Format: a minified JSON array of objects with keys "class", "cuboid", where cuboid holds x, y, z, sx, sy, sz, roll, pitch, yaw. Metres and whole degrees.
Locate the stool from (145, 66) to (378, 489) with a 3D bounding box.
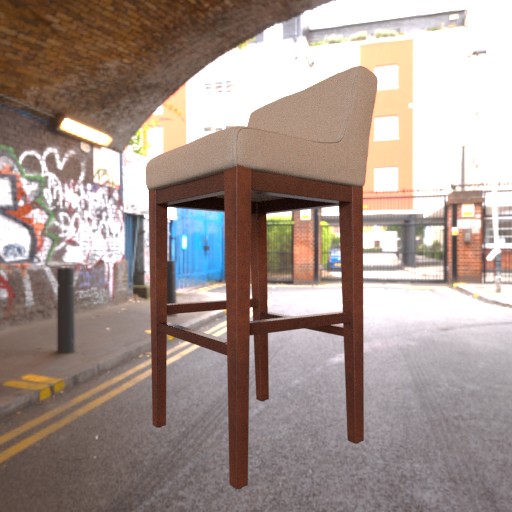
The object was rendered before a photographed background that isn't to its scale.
[{"class":"stool","cuboid":[0.000,0.000,1.295,0.500,1.037,0.511,0,1,-36]}]
